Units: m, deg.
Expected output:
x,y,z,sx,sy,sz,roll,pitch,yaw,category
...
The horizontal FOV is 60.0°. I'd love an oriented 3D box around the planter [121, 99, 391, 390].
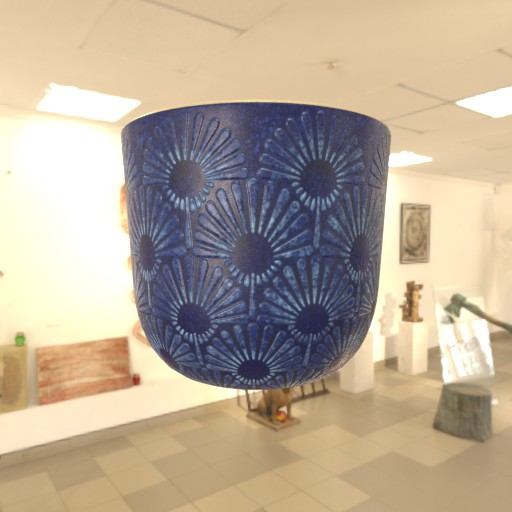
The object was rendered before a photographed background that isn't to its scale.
x,y,z,sx,sy,sz,roll,pitch,yaw,category
0.000,0.000,0.293,0.170,0.153,0.170,0,2,0,planter
